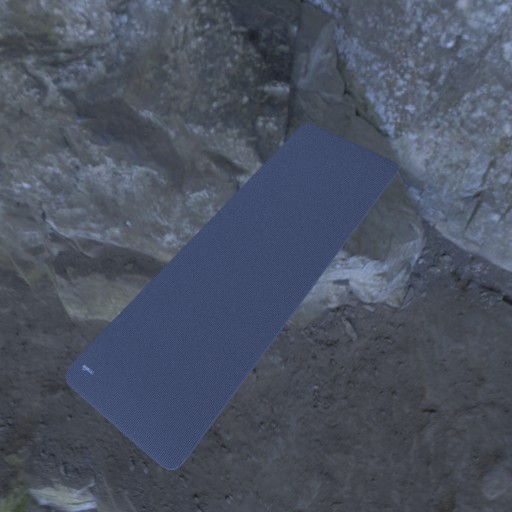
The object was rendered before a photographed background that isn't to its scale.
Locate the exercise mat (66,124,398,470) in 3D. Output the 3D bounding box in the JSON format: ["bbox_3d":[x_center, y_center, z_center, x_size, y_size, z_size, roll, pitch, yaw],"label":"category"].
[{"bbox_3d":[0.000,0.000,2.108,0.616,0.021,1.884,31,63,18],"label":"exercise mat"}]
